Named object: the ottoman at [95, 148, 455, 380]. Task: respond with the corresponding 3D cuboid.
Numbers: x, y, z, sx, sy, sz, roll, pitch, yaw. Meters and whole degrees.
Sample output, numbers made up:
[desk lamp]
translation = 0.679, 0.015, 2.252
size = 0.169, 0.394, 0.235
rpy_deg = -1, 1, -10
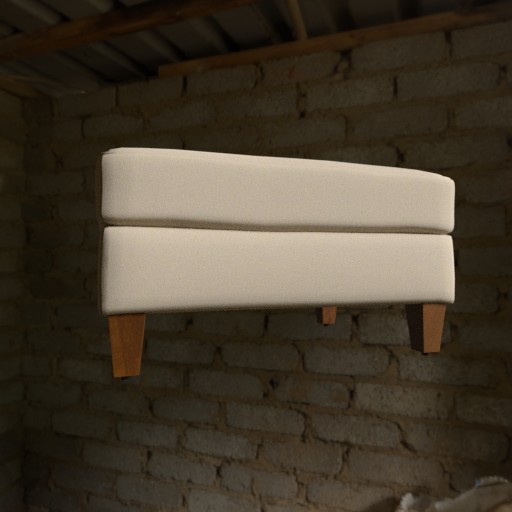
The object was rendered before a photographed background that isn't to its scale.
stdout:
[ottoman]
translation = 0.000, 0.000, 1.214
size = 0.818, 0.485, 0.634
rpy_deg = 0, -1, -19
